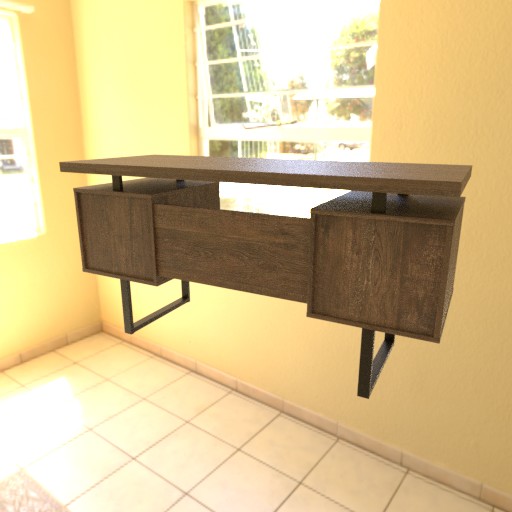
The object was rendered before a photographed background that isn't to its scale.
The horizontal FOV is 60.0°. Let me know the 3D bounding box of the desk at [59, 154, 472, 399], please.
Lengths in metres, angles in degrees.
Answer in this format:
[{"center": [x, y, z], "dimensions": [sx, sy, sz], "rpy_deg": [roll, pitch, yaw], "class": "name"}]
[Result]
[{"center": [0.000, 0.000, 1.856], "dimensions": [1.524, 0.760, 0.600], "rpy_deg": [8, 18, 26], "class": "desk"}]
